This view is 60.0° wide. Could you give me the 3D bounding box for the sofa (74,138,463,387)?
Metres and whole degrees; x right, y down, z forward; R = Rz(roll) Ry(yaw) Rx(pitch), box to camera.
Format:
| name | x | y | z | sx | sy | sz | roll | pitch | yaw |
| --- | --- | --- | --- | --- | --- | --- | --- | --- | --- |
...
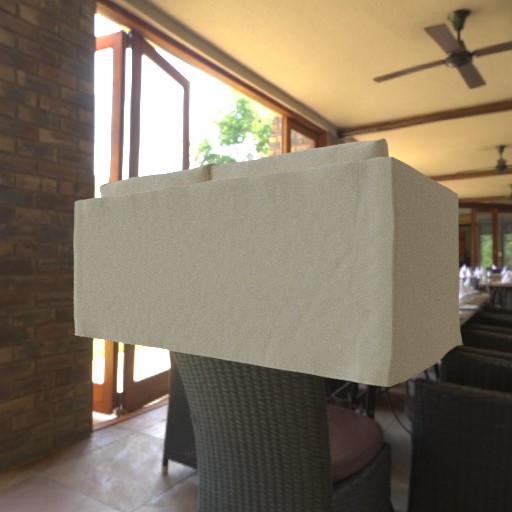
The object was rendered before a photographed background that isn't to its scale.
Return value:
| name | x | y | z | sx | sy | sz | roll | pitch | yaw |
| --- | --- | --- | --- | --- | --- | --- | --- | --- | --- |
| sofa | 0.000 | 0.000 | 2.224 | 1.746 | 0.834 | 0.962 | -1 | -1 | 36 |
